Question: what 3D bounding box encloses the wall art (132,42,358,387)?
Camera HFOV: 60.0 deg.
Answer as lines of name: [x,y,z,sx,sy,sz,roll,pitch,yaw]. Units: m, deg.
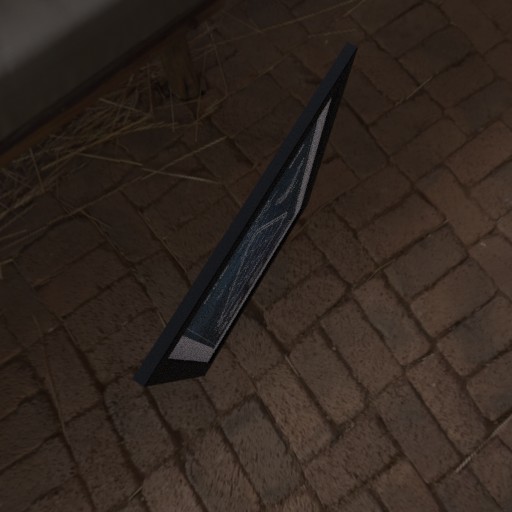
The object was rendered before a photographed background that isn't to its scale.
wall art: [0.000,0.000,0.507,0.010,0.361,0.311,30,78,7]
